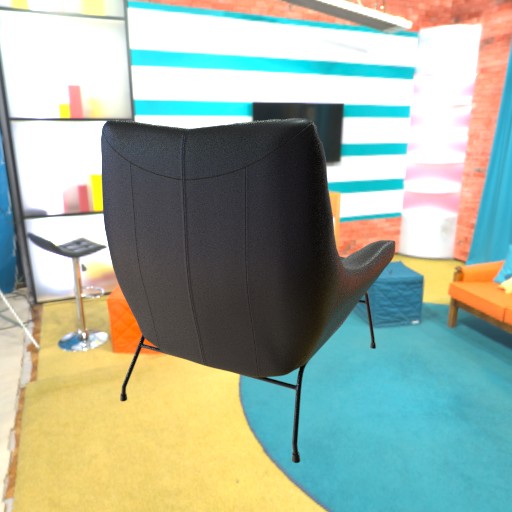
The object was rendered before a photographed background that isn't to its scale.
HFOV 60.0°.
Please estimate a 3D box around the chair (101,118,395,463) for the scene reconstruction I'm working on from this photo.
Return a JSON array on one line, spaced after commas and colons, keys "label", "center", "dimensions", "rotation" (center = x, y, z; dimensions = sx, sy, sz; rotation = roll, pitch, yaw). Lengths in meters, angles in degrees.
[{"label": "chair", "center": [0.000, 0.000, 1.584], "dimensions": [0.836, 0.922, 0.826], "rotation": [8, 18, 26]}]
